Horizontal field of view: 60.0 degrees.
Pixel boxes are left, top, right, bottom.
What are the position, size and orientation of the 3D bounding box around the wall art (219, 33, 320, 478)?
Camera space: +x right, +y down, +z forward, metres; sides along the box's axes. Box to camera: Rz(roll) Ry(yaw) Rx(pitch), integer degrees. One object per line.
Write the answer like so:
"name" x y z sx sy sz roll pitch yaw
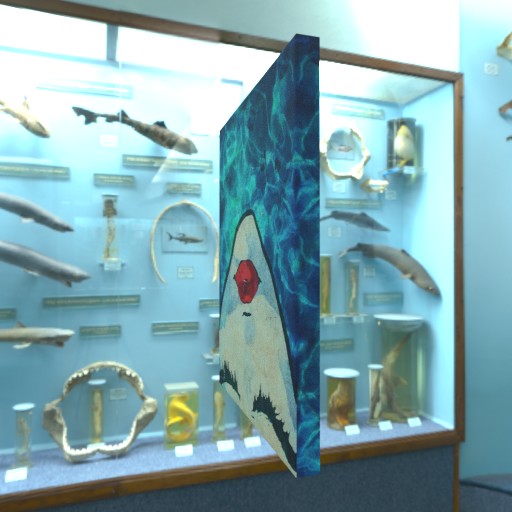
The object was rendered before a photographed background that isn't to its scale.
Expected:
"wall art" 0.000 0.000 0.881 0.038 0.635 0.508 0 0 -17
